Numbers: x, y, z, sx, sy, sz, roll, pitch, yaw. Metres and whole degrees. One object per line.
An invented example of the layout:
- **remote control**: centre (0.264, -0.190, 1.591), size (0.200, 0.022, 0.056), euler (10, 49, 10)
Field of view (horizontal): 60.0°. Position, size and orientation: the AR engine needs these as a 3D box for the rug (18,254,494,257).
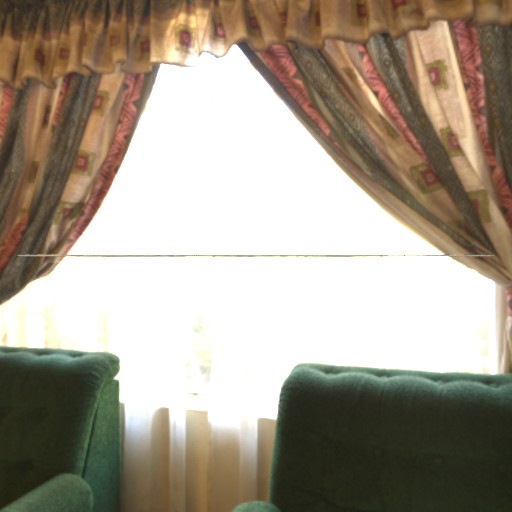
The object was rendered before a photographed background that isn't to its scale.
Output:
- **rug**: centre (0.000, 0.000, 3.030), size (2.447, 0.011, 1.520), euler (0, 0, 0)
